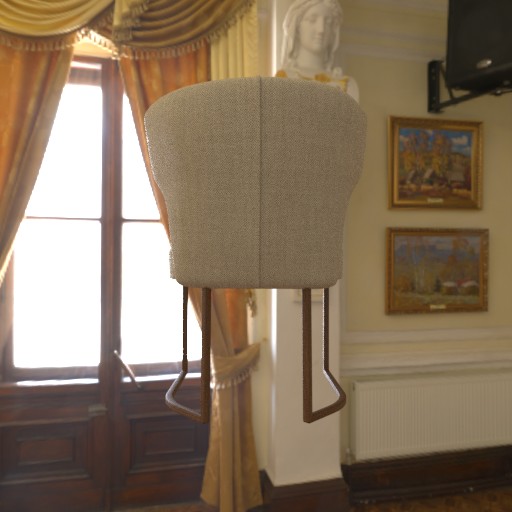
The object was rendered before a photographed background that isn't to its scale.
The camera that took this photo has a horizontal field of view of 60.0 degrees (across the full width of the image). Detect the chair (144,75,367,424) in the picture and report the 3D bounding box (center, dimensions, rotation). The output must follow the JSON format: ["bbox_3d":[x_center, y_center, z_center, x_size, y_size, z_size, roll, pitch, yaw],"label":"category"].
[{"bbox_3d":[0.000,0.000,1.289,0.611,0.824,0.617,0,-1,0],"label":"chair"}]
